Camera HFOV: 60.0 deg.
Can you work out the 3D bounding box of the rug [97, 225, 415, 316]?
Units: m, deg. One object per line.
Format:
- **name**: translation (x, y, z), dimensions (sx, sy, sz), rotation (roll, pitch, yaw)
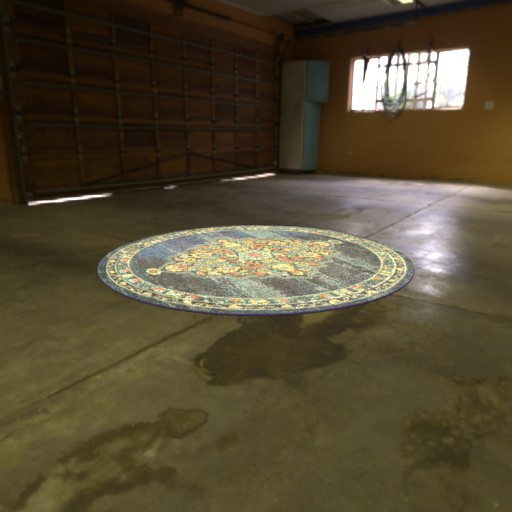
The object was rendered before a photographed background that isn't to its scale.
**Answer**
- **rug**: translation (0.000, 0.000, 2.349), dimensions (1.591, 0.010, 1.591), rotation (0, 15, 0)
